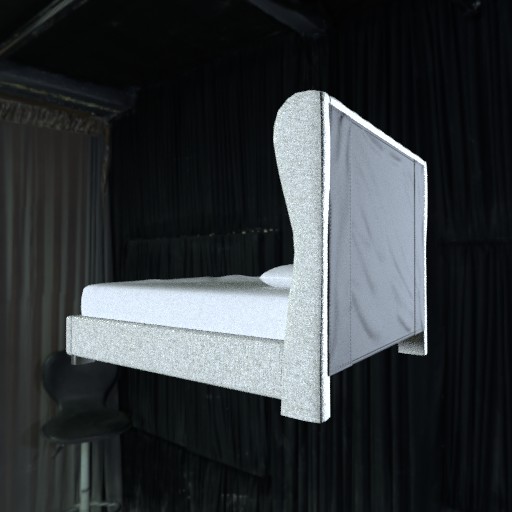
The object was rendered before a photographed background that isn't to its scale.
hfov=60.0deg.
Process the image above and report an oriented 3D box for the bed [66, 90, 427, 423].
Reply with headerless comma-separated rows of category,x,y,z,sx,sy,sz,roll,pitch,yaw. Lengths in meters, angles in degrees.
bed,0.000,0.000,3.852,2.347,1.771,2.219,0,-1,35
